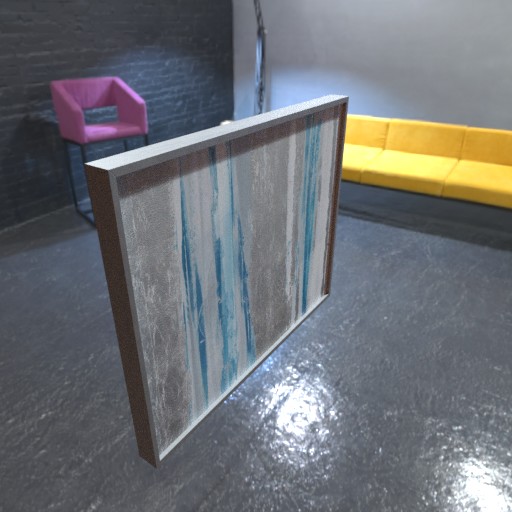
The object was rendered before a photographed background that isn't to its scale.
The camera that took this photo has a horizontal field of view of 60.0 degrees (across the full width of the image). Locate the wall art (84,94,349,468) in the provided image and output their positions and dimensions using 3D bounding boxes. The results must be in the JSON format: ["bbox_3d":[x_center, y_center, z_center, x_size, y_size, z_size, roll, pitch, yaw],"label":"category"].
[{"bbox_3d":[0.000,0.000,0.751,0.037,0.450,0.557,18,33,30],"label":"wall art"}]
